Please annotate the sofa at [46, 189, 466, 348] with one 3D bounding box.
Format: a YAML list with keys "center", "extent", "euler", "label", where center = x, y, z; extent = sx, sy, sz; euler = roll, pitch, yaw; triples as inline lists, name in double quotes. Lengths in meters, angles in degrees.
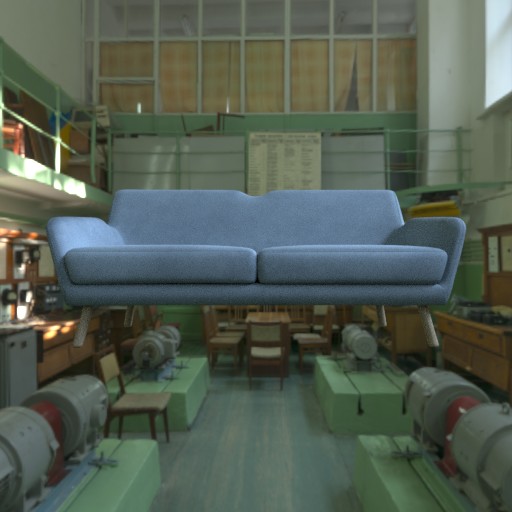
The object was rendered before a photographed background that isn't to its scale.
- center: [0.000, 0.000, 2.312]
  extent: [1.870, 0.810, 0.850]
  euler: [0, -1, 0]
  label: "sofa"
